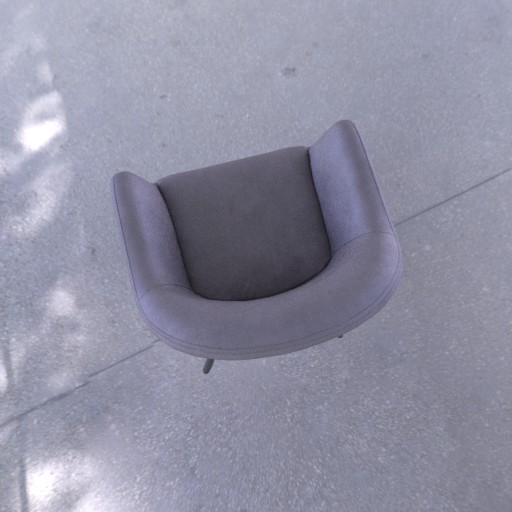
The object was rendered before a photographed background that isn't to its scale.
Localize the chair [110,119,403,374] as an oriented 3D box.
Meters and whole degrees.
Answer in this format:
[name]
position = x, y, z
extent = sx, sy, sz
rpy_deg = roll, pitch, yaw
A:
[chair]
position = 0.000, 0.000, 1.152
extent = 0.567, 0.781, 0.544
rpy_deg = -14, 75, -4
